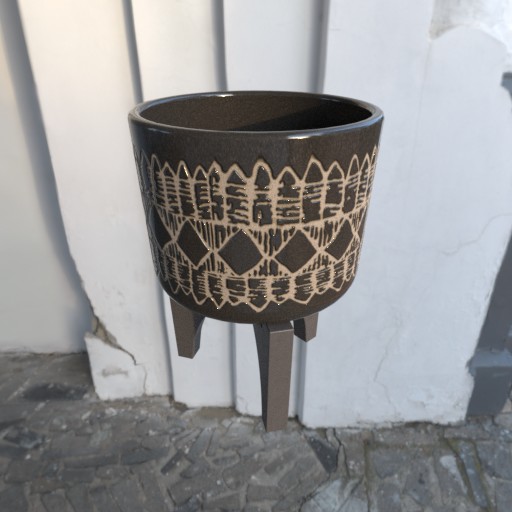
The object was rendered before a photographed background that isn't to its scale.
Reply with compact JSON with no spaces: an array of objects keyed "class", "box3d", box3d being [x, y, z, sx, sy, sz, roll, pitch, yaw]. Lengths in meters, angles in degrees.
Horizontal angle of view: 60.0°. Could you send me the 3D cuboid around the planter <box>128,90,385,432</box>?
[{"class":"planter","box3d":[0.000,0.000,0.408,0.196,0.264,0.196,8,29,15]}]
